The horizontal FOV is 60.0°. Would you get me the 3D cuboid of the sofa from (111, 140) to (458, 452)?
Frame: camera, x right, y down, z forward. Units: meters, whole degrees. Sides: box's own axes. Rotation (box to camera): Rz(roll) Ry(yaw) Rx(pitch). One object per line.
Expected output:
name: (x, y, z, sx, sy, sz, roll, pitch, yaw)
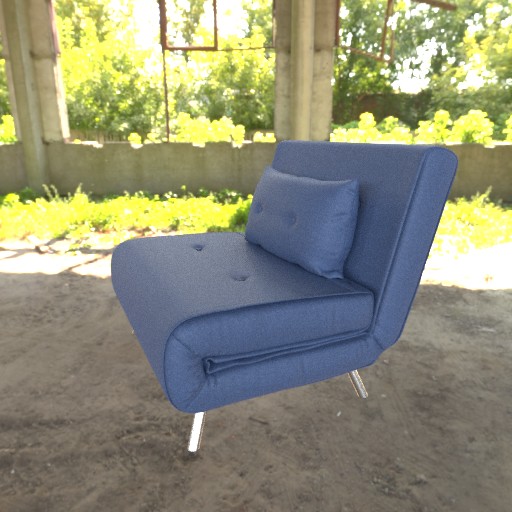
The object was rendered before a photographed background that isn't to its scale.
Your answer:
sofa: (0.000, 0.000, 1.742, 0.996, 0.860, 0.999, -7, 17, -25)
